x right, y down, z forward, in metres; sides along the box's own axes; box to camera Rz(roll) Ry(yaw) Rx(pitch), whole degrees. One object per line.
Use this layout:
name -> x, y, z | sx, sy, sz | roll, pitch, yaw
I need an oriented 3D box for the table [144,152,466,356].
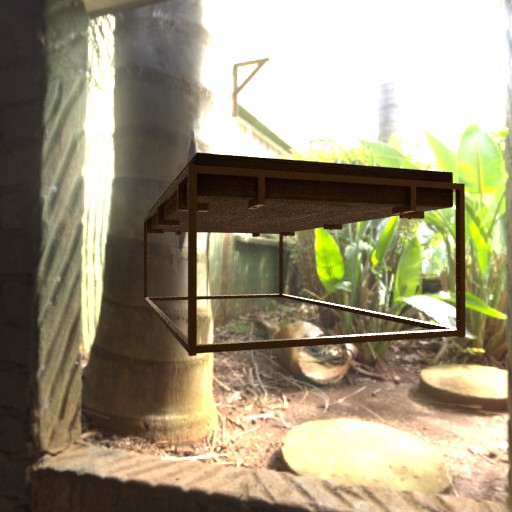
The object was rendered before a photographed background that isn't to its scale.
table -> 0.000, 0.000, 1.776 | 0.775, 0.468, 1.387 | 0, -1, -18
